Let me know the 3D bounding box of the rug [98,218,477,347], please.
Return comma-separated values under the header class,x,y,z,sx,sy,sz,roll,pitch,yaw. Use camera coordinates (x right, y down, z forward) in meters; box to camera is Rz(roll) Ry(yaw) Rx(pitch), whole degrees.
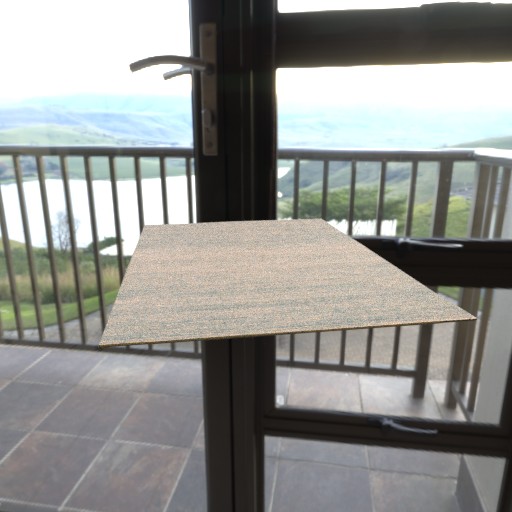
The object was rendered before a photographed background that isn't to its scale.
class,x,y,z,sx,sy,sz,roll,pitch,yaw
rug,0.000,0.000,2.920,1.613,0.030,2.306,-3,16,-9
